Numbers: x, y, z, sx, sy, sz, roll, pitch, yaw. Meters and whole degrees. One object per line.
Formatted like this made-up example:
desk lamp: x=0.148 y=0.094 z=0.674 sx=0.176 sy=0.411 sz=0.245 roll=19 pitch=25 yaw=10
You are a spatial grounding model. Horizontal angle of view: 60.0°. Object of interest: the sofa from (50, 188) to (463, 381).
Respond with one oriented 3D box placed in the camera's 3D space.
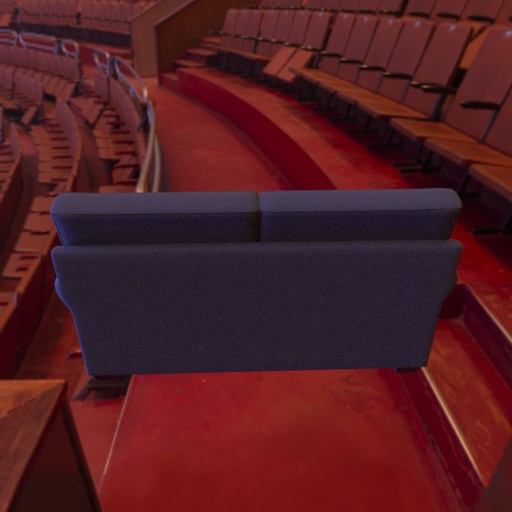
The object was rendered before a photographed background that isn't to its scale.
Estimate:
sofa: x=0.000 y=0.000 z=2.509 sx=1.930 sy=1.020 sz=0.940 roll=-1 pitch=29 yaw=-2
